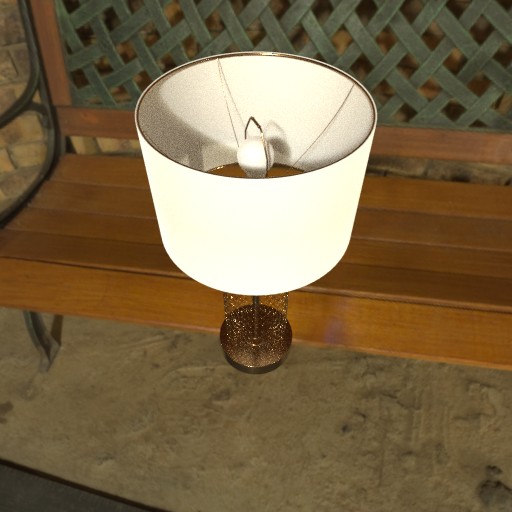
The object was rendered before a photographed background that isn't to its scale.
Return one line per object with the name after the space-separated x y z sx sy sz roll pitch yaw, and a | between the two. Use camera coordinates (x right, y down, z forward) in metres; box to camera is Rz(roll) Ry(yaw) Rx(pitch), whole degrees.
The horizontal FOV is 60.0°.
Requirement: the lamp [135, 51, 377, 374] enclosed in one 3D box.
0.000 0.000 0.648 0.252 0.483 0.252 -18 51 -15 | lamp
